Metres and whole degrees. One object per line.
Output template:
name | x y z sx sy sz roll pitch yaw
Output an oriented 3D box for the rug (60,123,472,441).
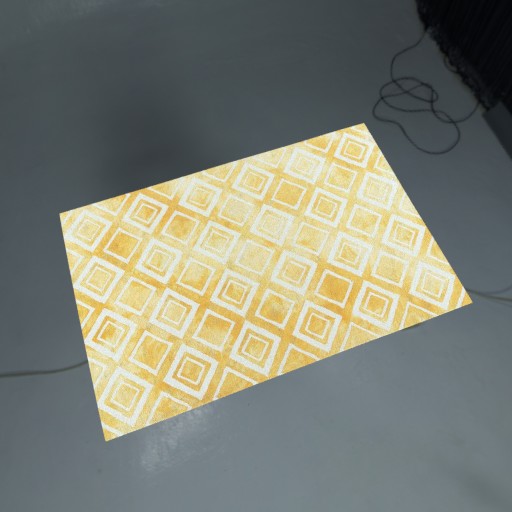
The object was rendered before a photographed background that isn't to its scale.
rug | 0.000 0.000 2.285 1.829 0.010 1.213 -18 66 -9
